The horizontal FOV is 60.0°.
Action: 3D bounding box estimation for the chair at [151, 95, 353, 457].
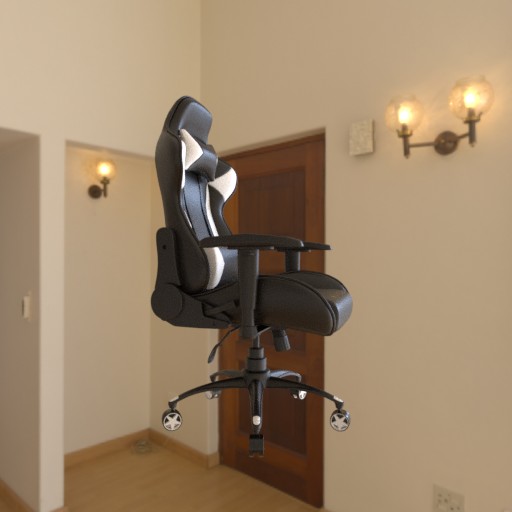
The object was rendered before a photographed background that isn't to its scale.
[{"bbox_3d":[0.000,0.000,1.747,0.695,1.285,0.730,0,0,18],"label":"chair"}]
